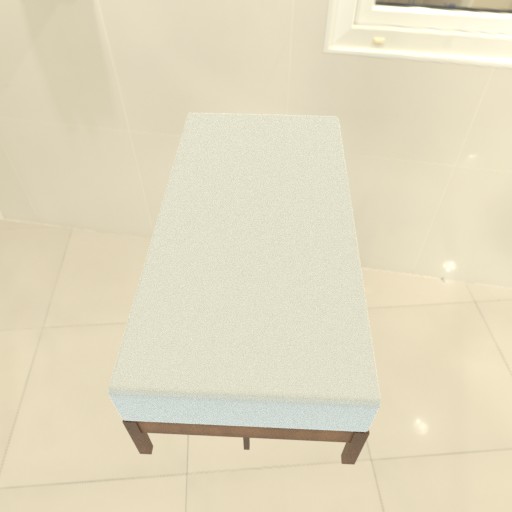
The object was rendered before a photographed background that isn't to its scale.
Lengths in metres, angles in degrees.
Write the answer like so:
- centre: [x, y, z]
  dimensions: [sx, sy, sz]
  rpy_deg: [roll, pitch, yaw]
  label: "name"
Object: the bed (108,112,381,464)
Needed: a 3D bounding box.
- centre: [0.000, 0.000, 2.390]
  dimensions: [0.961, 0.616, 1.902]
  rpy_deg: [2, 47, 2]
  label: "bed"
